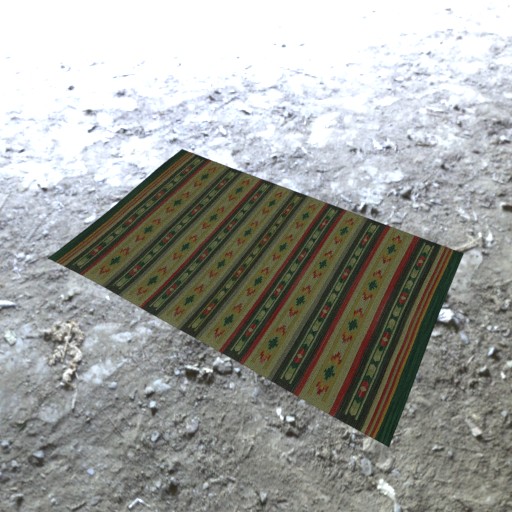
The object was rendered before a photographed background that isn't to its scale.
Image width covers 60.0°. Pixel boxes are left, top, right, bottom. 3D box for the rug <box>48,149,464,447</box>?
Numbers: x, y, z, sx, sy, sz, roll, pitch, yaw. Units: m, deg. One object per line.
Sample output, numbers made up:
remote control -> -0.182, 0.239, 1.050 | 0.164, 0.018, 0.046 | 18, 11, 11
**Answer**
rug -> 0.000, 0.000, 3.055 | 2.447, 0.011, 1.520 | 24, 52, 20
